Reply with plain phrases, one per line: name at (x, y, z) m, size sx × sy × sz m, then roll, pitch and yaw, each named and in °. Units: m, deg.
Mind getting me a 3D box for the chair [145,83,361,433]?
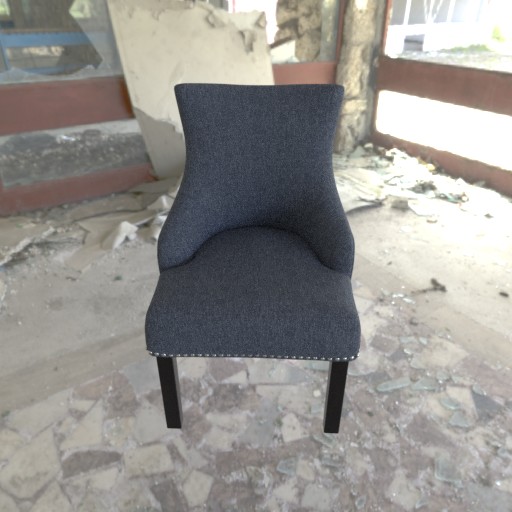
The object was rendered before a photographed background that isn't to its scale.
chair at (0.000, 0.000, 1.338) m, size 0.566 × 0.909 × 0.629 m, roll 1°, pitch 30°, yaw 2°
